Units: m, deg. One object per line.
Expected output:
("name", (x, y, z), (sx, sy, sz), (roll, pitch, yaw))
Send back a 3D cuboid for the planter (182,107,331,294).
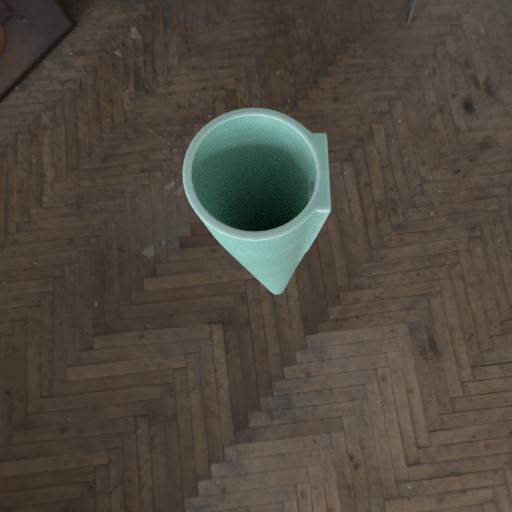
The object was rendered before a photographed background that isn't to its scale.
("planter", (0.000, 0.000, 0.296), (0.055, 0.268, 0.054), (-1, 76, 0))
